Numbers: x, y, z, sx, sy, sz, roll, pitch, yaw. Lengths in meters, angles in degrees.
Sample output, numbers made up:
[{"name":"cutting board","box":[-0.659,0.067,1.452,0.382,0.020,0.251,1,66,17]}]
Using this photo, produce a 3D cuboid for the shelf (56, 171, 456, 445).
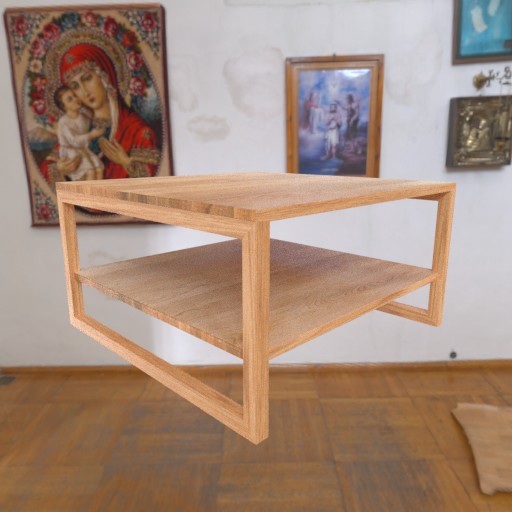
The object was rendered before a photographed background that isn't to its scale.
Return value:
[{"name":"shelf","box":[0.000,0.000,1.461,0.899,0.480,0.899,-13,19,-43]}]
